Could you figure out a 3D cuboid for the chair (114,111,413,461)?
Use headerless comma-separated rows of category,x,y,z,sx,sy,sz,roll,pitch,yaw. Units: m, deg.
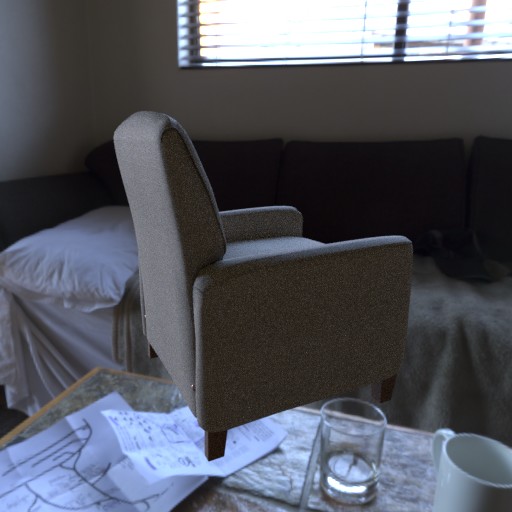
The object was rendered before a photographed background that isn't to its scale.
chair,0.000,0.000,1.663,0.864,1.014,0.848,-8,17,-26
